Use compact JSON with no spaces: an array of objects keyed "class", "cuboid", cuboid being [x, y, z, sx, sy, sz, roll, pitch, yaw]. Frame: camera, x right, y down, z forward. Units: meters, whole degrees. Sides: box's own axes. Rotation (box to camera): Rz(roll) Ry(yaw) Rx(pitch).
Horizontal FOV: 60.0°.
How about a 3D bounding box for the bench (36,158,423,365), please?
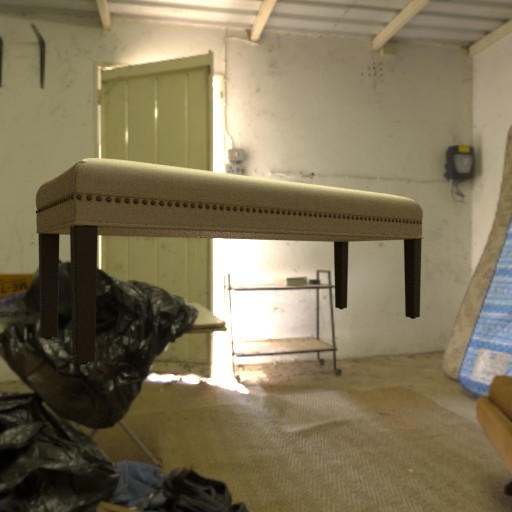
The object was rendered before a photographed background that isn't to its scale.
[{"class":"bench","cuboid":[0.000,0.000,1.423,1.219,0.457,0.410,0,0,-36]}]
